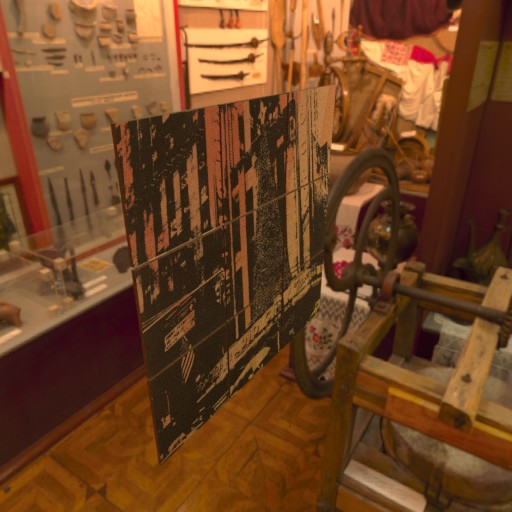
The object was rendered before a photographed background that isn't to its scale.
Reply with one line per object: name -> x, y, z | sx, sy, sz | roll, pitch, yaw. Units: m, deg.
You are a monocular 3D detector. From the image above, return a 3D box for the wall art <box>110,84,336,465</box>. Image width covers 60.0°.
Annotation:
wall art -> 0.000, 0.000, 1.800 | 0.013, 1.216, 1.216 | 18, 31, 31
